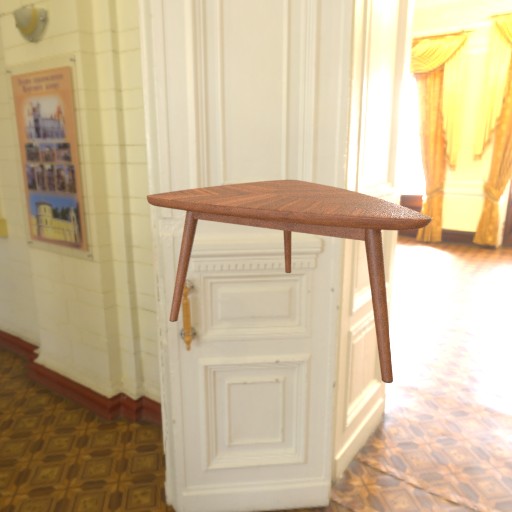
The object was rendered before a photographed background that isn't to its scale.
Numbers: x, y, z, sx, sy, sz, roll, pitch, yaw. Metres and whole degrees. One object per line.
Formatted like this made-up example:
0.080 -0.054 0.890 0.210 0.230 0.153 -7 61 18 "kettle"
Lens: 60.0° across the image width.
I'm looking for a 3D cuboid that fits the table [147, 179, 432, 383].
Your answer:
0.000 0.000 1.295 0.601 0.365 1.008 -3 14 -10 "table"
